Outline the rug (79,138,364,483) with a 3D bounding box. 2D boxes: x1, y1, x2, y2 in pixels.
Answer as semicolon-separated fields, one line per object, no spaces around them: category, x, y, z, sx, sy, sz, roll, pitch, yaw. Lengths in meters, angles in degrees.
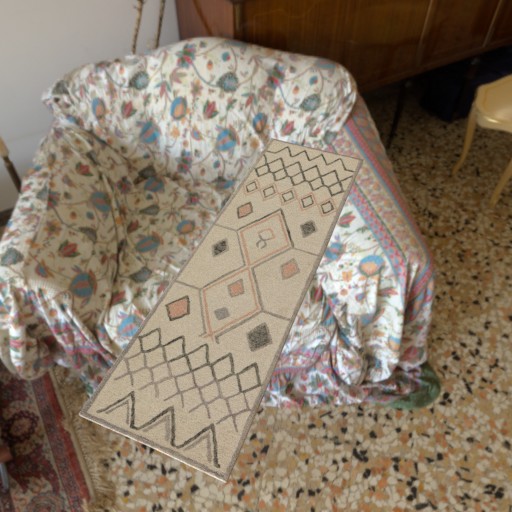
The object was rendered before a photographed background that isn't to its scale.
rug;0.000;0.000;2.685;0.750;0.011;2.435;17;50;15
